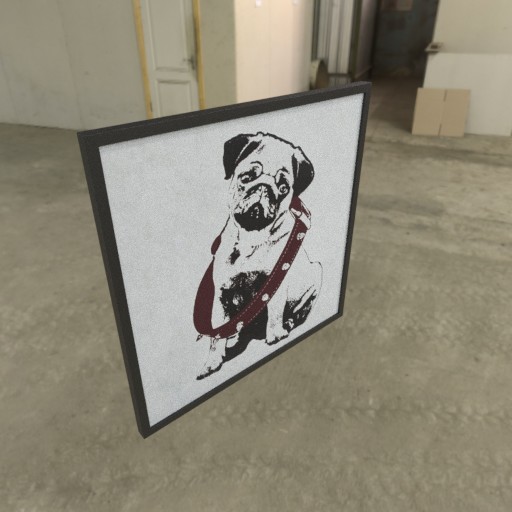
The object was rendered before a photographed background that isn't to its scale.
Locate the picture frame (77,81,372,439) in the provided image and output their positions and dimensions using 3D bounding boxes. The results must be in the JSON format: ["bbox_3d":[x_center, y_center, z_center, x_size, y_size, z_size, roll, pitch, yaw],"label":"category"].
[{"bbox_3d":[0.000,0.000,1.157,0.775,0.775,0.032,-24,38,-34],"label":"picture frame"}]
